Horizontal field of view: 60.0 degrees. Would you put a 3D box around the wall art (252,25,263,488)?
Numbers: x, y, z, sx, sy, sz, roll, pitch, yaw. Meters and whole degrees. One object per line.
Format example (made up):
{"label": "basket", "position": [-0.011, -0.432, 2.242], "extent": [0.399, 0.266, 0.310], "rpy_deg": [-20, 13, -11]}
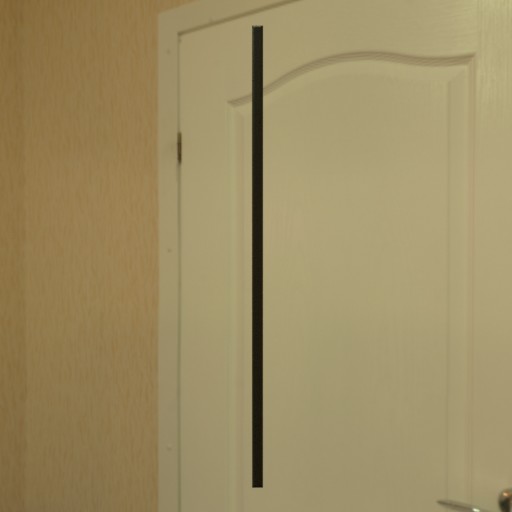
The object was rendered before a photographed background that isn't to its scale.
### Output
{"label": "wall art", "position": [0.000, 0.000, 0.870], "extent": [0.016, 0.657, 0.480], "rpy_deg": [0, 1, -1]}
